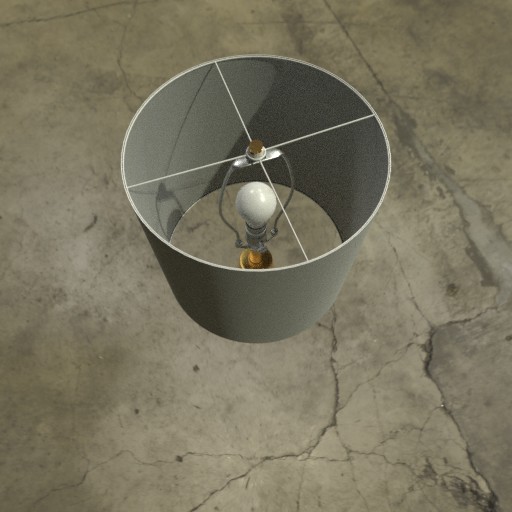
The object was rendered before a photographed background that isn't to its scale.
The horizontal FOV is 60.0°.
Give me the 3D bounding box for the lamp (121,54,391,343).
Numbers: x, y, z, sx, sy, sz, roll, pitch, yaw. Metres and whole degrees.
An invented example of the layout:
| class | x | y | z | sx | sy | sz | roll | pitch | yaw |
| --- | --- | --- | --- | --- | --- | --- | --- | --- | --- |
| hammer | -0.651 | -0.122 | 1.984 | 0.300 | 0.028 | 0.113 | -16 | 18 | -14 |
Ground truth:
| class | x | y | z | sx | sy | sz | roll | pitch | yaw |
| --- | --- | --- | --- | --- | --- | --- | --- | --- | --- |
| lamp | 0.000 | 0.000 | 0.765 | 0.308 | 0.580 | 0.308 | -18 | 66 | -9 |
